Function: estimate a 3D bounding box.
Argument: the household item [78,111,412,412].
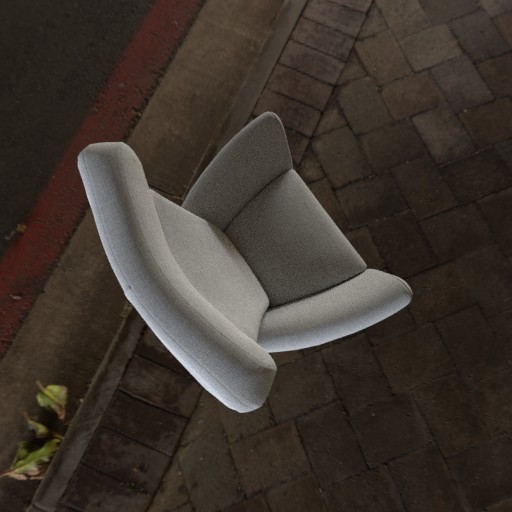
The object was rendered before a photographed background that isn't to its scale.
[{"bbox_3d":[0.000,0.000,1.771,0.900,1.050,0.980,-33,78,-8],"label":"household item"}]
